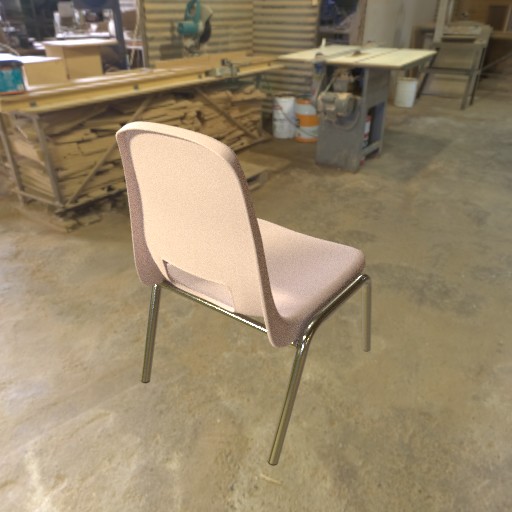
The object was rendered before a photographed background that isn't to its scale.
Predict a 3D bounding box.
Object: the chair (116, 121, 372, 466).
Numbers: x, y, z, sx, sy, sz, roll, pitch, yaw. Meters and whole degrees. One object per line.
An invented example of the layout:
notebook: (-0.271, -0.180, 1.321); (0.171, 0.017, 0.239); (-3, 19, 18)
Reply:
chair: (0.000, 0.000, 0.801); (0.354, 0.537, 0.385); (20, 35, 30)
